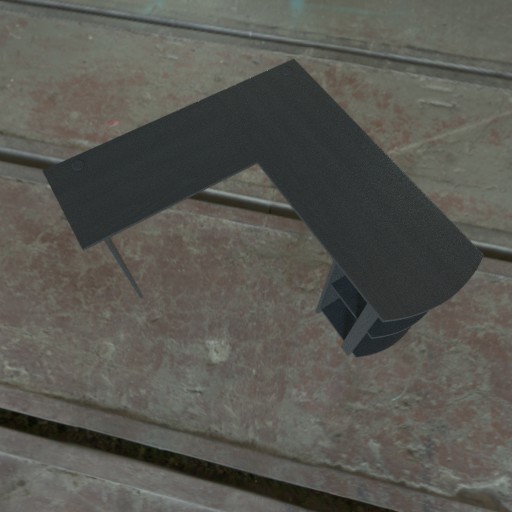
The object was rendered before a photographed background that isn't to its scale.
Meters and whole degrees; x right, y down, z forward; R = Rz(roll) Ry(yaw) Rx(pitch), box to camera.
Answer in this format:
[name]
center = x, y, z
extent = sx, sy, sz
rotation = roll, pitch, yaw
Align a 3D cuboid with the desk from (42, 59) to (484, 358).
[desk]
center = 0.000, 0.000, 2.106
extent = 1.303, 0.716, 1.361
rotation = -29, 67, -14
